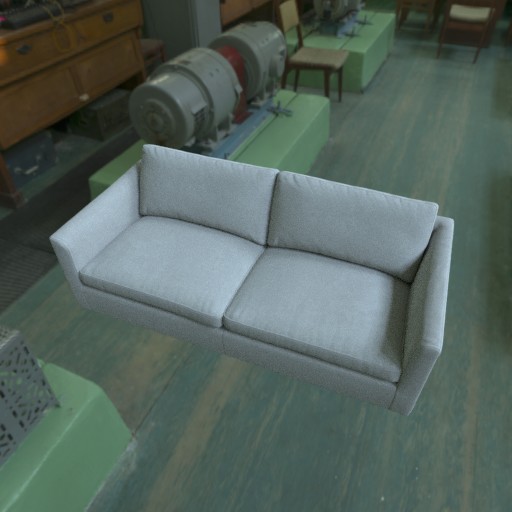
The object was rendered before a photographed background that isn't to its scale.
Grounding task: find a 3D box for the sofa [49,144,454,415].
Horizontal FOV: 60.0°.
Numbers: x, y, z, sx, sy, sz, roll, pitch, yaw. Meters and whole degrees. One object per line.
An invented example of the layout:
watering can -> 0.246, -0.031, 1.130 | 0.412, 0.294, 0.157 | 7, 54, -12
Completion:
sofa -> 0.000, 0.000, 2.836 | 2.588, 0.838, 1.090 | 15, 43, 16
